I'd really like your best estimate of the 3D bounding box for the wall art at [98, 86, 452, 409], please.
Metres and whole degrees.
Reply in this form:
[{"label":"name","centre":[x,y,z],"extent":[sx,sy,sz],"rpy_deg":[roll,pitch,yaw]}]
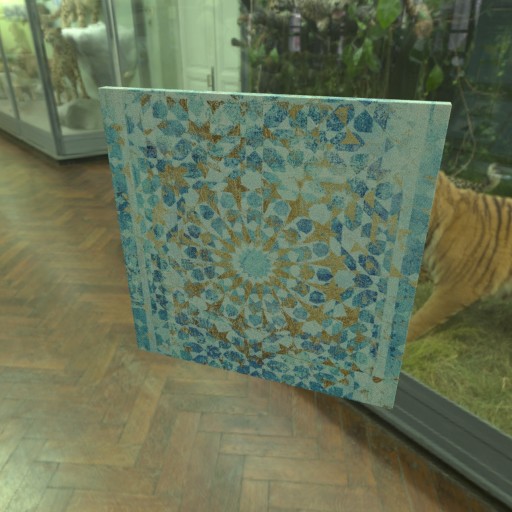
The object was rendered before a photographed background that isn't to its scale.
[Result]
[{"label":"wall art","centre":[0.000,0.000,1.326],"extent":[0.916,0.916,0.040],"rpy_deg":[9,29,17]}]
